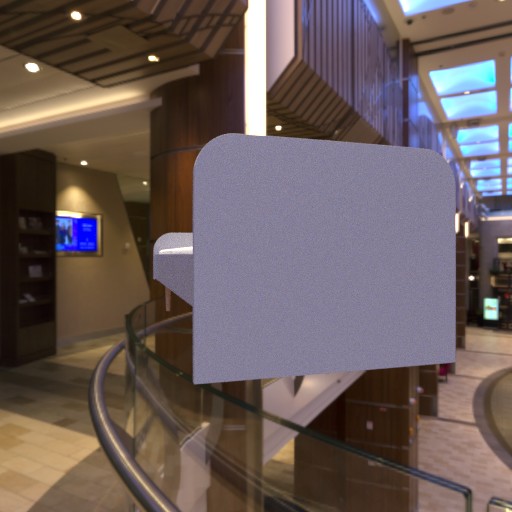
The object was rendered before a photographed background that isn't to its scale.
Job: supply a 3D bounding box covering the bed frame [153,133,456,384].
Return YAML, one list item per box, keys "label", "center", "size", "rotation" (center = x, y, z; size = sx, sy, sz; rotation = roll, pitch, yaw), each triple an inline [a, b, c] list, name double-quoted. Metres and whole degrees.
- label: "bed frame"
  center: [0.000, 0.000, 2.482]
  size: [0.998, 0.805, 1.963]
  rotation: [0, 0, -17]
